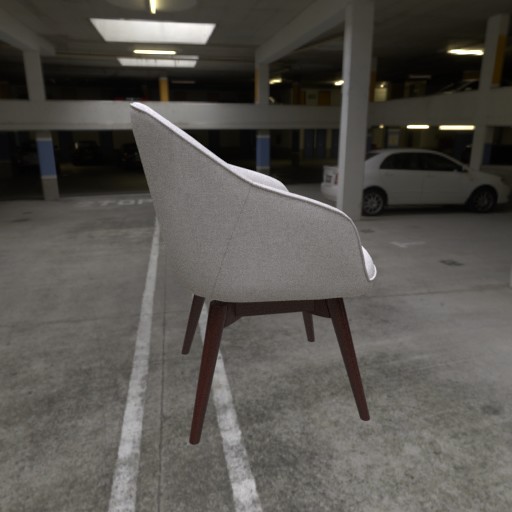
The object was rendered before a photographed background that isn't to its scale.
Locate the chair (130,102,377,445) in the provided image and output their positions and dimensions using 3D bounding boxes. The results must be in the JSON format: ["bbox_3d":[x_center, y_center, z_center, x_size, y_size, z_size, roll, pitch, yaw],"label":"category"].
[{"bbox_3d":[0.000,0.000,1.265,0.635,0.823,0.596,-3,17,-11],"label":"chair"}]
